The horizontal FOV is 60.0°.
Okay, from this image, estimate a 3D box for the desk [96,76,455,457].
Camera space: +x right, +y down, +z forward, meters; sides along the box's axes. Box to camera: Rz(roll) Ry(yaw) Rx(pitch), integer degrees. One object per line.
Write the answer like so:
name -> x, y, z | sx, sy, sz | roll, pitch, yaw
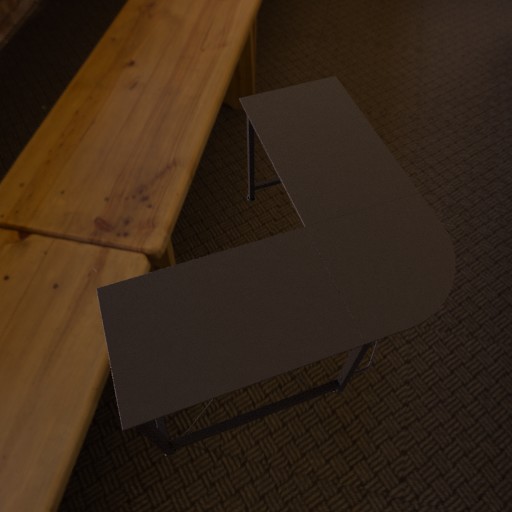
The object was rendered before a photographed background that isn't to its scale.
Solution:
desk -> 0.000, 0.000, 2.206 | 1.400, 0.762, 1.400 | -17, 59, -10
